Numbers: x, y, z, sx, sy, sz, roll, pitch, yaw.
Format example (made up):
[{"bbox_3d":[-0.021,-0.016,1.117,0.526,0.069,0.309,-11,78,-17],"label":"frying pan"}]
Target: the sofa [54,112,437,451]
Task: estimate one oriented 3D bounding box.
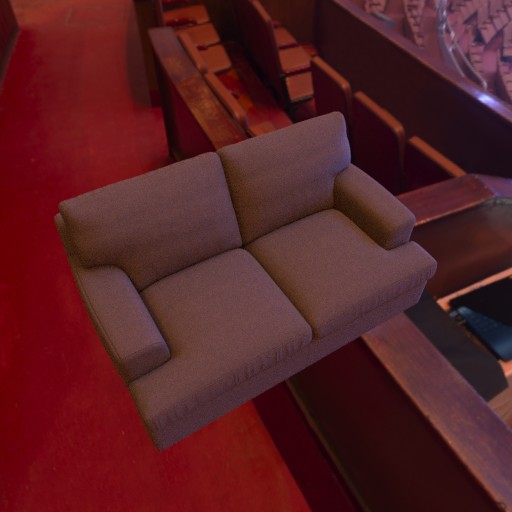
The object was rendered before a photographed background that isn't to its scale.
[{"bbox_3d":[0.000,0.000,2.518,1.869,0.950,1.140,-24,51,-21],"label":"sofa"}]
